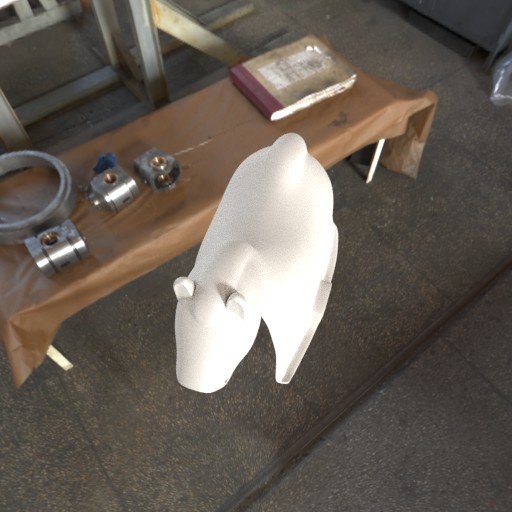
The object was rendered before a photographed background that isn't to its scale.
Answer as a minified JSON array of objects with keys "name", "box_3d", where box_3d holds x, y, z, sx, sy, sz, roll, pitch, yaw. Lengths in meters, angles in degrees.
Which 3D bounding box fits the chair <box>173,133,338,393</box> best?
[{"name":"chair","box_3d":[0.000,0.000,1.177,0.429,0.612,0.800,16,60,10]}]
